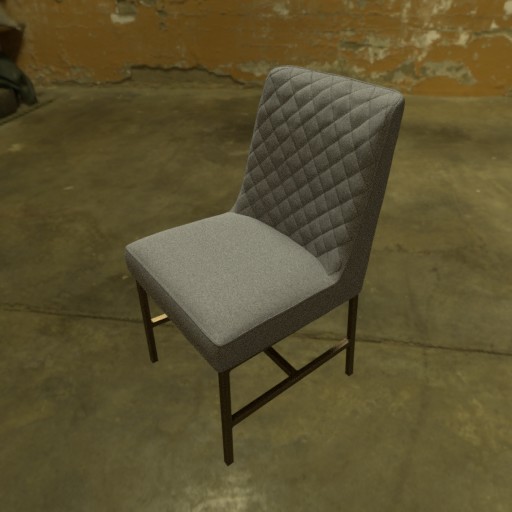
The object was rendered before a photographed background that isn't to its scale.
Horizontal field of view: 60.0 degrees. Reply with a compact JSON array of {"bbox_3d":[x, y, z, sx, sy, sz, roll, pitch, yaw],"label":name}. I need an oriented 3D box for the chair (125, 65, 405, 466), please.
[{"bbox_3d":[0.000,0.000,1.242,0.587,0.889,0.508,-22,39,-30],"label":"chair"}]
